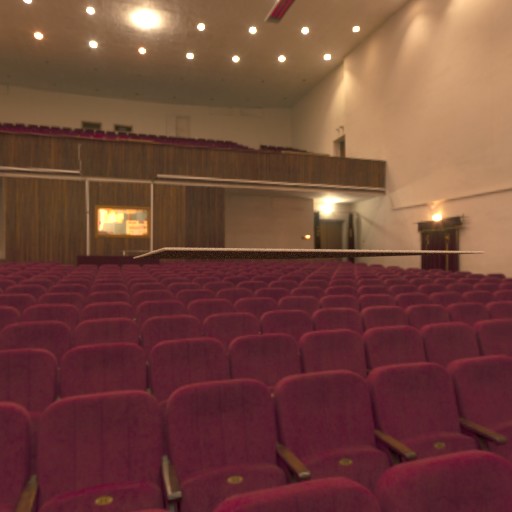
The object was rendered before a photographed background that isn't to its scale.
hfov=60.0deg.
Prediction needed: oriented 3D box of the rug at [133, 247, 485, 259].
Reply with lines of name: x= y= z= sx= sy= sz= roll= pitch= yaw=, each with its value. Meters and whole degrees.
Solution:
rug: x=0.000 y=0.000 z=3.045 sx=1.517 sy=0.011 sz=2.435 roll=0 pitch=-1 yaw=-18
